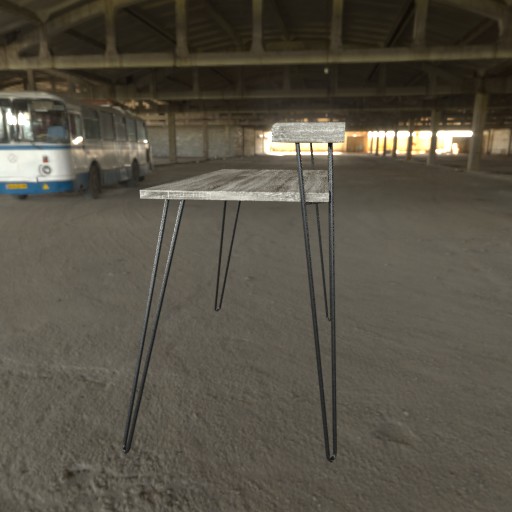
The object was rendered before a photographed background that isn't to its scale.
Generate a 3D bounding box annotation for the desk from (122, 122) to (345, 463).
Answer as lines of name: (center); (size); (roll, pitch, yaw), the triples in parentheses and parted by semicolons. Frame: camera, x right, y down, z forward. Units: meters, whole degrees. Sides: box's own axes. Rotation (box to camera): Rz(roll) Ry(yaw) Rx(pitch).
desk: (0.000, 0.000, 1.639); (0.605, 0.899, 1.135); (2, 14, 8)
